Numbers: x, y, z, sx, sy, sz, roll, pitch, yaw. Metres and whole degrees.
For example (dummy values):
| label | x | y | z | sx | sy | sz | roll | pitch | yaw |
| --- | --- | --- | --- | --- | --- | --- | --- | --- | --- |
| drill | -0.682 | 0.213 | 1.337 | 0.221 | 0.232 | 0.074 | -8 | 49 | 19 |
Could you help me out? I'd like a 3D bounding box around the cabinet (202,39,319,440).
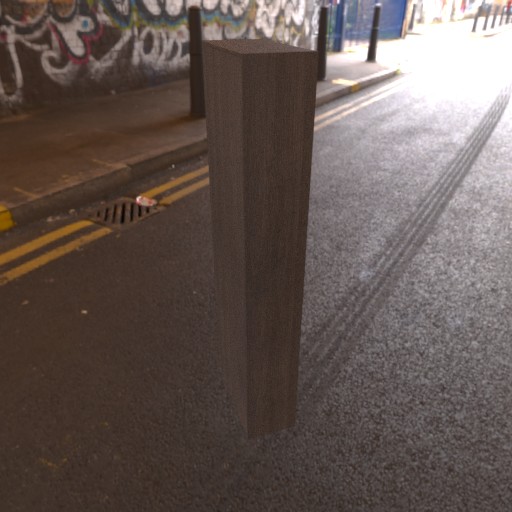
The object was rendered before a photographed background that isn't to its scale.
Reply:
| label | x | y | z | sx | sy | sz | roll | pitch | yaw |
| --- | --- | --- | --- | --- | --- | --- | --- | --- | --- |
| cabinet | 0.000 | 0.000 | 1.891 | 0.255 | 1.630 | 0.520 | -10 | 31 | -16 |
